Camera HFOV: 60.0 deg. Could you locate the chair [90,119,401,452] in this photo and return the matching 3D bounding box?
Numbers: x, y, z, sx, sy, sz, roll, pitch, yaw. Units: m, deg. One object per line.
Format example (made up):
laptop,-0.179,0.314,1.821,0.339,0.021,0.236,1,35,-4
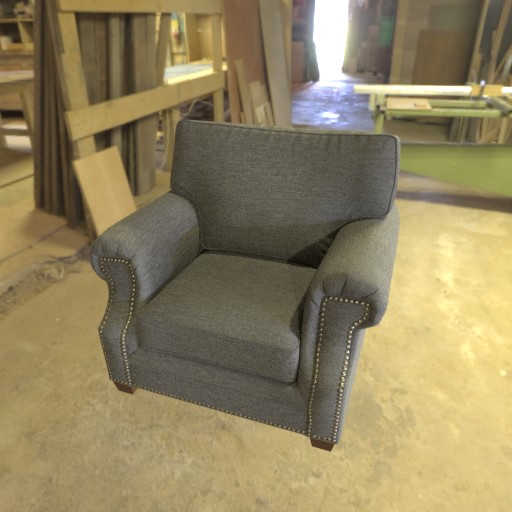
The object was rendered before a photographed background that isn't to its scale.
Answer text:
chair,0.000,0.000,1.832,1.092,0.961,0.965,9,28,18
